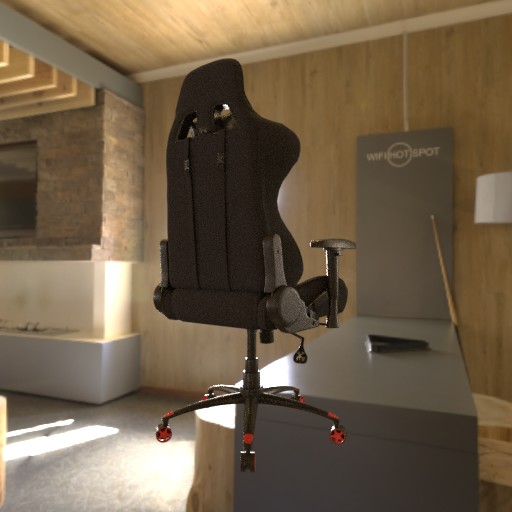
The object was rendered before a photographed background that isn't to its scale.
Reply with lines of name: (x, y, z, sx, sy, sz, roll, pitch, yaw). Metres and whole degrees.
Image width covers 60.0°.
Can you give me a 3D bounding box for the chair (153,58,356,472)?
chair: (0.000, 0.000, 1.715, 0.695, 1.326, 0.658, -1, -1, 37)
